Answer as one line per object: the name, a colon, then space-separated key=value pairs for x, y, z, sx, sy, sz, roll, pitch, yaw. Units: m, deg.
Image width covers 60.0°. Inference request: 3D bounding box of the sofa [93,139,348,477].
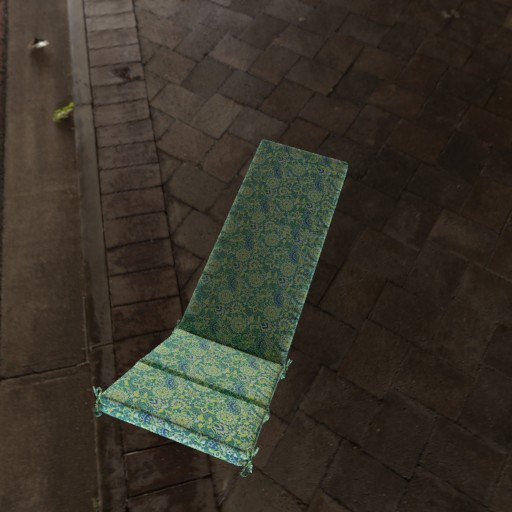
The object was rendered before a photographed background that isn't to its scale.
sofa: x=0.000 y=0.000 z=1.960 sx=0.582 sy=0.622 sz=1.663 roll=18 pitch=66 yaw=8
